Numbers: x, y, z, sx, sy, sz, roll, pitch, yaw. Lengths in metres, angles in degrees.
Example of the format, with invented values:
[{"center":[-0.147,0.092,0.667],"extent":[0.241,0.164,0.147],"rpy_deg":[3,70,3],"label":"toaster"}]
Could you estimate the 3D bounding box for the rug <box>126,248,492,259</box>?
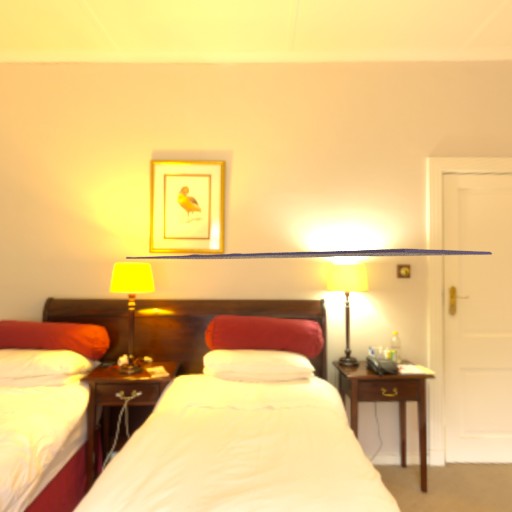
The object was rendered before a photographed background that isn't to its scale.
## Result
[{"center":[0.000,0.000,2.463],"extent":[0.602,0.016,2.283],"rpy_deg":[1,-1,-38],"label":"rug"}]
